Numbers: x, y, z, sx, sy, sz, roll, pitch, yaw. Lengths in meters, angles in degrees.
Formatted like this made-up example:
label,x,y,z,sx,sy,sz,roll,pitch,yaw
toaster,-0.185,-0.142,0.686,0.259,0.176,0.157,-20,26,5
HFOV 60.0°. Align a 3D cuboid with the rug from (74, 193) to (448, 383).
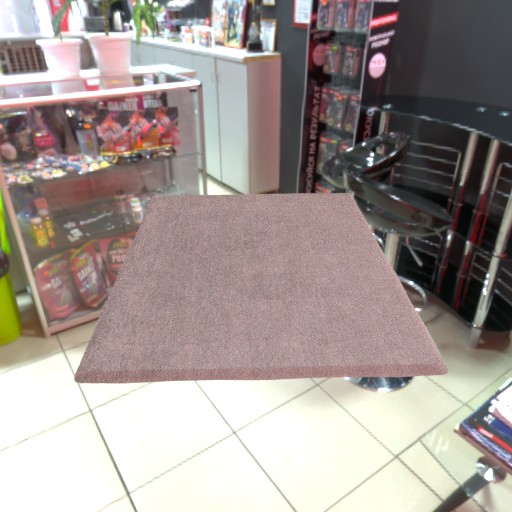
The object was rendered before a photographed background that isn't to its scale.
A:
label,x,y,z,sx,sy,sz,roll,pitch,yaw
rug,0.000,0.000,3.943,2.332,0.027,2.933,-1,30,-2
